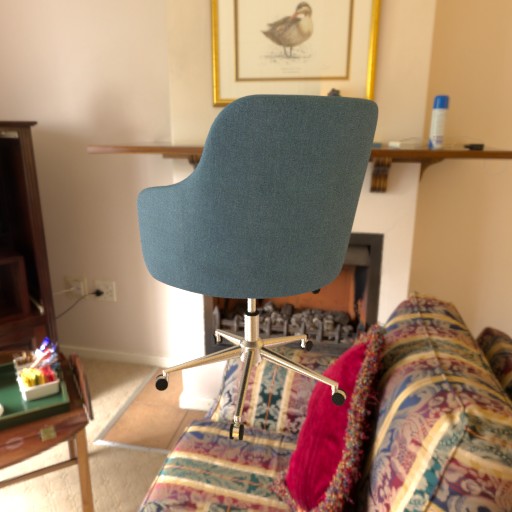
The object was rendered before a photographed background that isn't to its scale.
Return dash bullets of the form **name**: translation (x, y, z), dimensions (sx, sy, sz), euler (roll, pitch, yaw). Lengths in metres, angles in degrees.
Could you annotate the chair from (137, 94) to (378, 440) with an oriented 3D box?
- **chair**: translation (0.000, 0.000, 1.259), dimensions (0.599, 0.820, 0.655), euler (-8, 17, -26)
